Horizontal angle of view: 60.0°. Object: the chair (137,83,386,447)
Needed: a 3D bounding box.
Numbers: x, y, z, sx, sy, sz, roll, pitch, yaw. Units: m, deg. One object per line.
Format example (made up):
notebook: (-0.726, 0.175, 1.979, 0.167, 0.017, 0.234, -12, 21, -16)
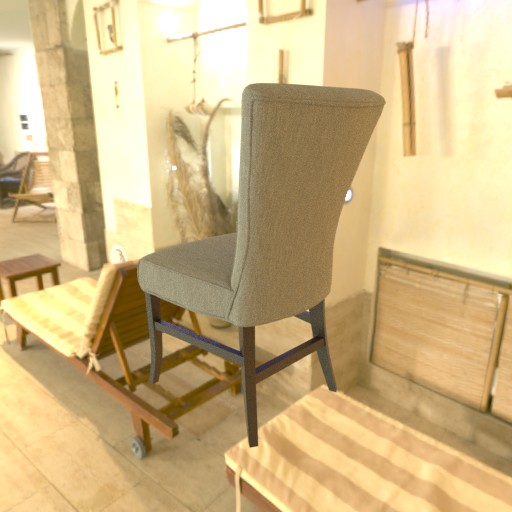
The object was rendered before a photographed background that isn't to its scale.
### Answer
chair: (0.000, 0.000, 1.415, 0.520, 0.991, 0.660, -16, 24, -42)
